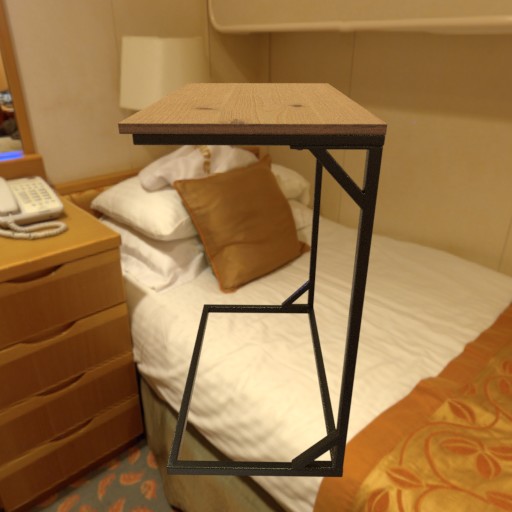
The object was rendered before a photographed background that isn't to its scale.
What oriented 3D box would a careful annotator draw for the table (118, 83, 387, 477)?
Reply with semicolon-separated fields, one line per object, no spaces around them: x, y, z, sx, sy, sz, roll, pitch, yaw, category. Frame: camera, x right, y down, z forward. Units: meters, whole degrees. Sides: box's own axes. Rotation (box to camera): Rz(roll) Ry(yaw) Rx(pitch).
0.000;0.000;0.991;0.351;0.673;0.597;0;26;1;table
